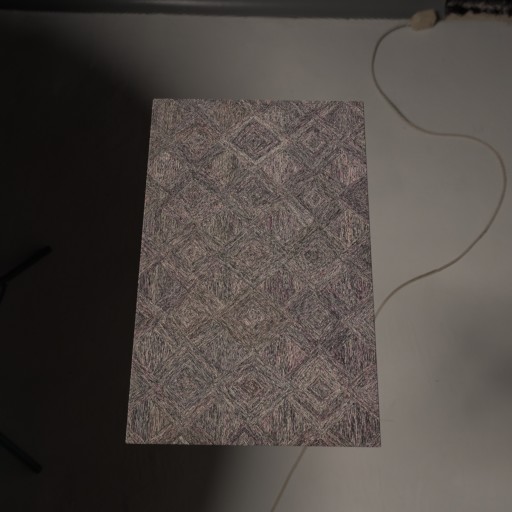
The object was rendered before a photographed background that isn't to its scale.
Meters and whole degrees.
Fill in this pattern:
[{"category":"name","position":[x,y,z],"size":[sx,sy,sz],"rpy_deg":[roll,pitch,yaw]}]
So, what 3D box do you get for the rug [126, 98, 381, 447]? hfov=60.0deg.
[{"category":"rug","position":[0.000,0.000,2.888],"size":[1.501,0.017,2.298],"rpy_deg":[1,76,0]}]
